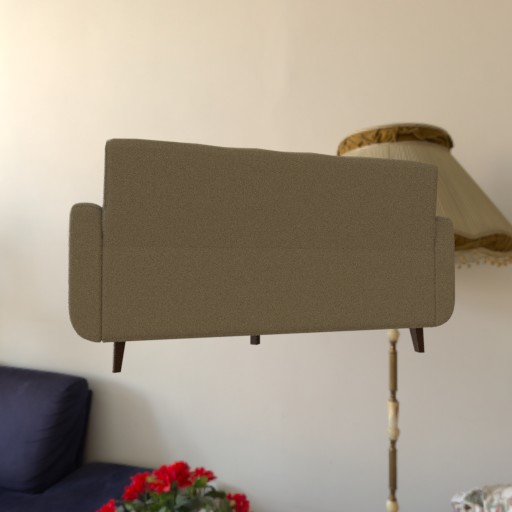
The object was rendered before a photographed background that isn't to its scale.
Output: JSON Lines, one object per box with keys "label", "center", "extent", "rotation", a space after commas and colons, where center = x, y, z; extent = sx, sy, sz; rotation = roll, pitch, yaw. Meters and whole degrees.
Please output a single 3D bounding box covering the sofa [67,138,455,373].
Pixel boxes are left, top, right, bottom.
{"label": "sofa", "center": [0.000, 0.000, 2.218], "extent": [1.655, 0.892, 0.980], "rotation": [0, -1, -17]}
